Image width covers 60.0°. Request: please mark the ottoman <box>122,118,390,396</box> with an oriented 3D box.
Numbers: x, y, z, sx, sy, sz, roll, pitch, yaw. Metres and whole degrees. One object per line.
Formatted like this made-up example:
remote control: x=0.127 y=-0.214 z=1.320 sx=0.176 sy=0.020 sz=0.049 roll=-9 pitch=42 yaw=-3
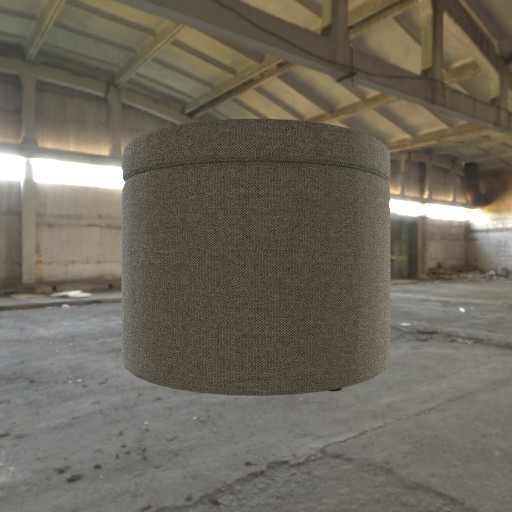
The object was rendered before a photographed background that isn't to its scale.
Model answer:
ottoman: x=0.000 y=0.000 z=0.862 sx=0.500 sy=0.419 sz=0.500 roll=0 pitch=0 yaw=0
